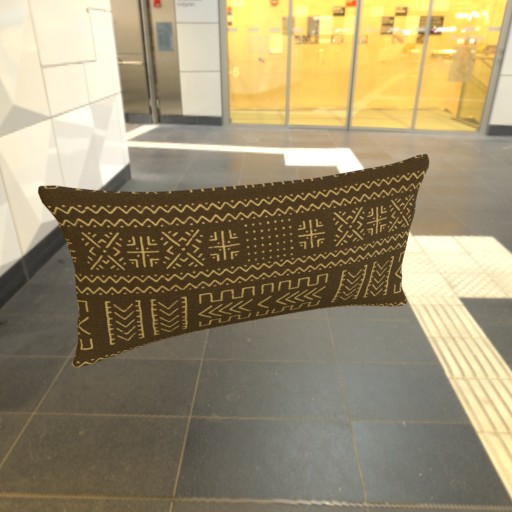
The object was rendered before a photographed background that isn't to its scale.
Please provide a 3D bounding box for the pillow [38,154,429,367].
[{"bbox_3d":[0.000,0.000,0.789,0.667,0.322,0.135,-8,27,-16],"label":"pillow"}]
